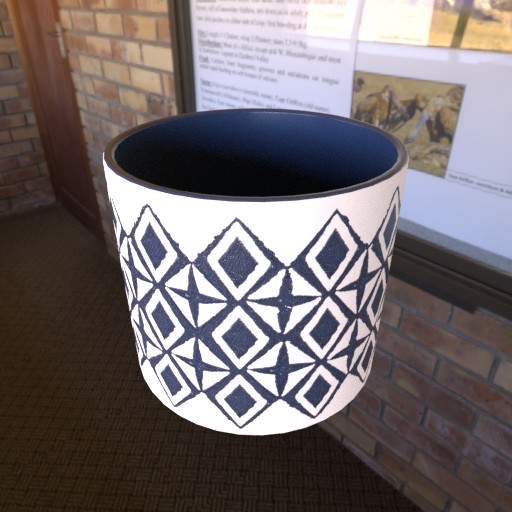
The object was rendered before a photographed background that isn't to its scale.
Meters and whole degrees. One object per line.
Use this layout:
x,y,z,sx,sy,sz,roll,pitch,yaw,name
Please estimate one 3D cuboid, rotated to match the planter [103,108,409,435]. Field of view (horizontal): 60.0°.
0.000,0.000,0.314,0.182,0.165,0.182,0,31,0,planter
